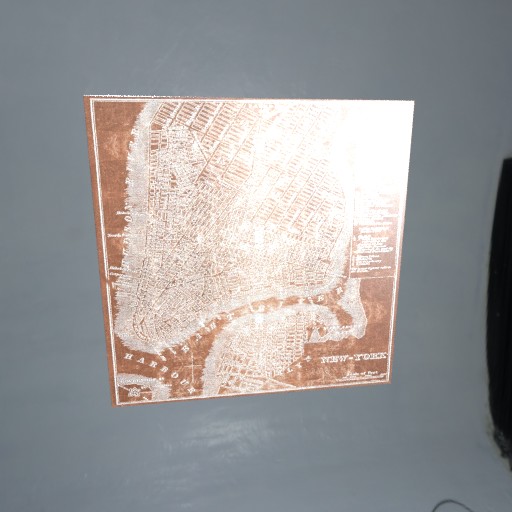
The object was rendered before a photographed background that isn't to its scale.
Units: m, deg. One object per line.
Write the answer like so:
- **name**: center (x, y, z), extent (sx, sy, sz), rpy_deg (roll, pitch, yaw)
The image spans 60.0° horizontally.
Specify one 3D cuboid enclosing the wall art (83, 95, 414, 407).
- **wall art**: center (0.000, 0.000, 0.600), extent (0.403, 0.403, 0.035), rpy_deg (-2, 15, -9)
